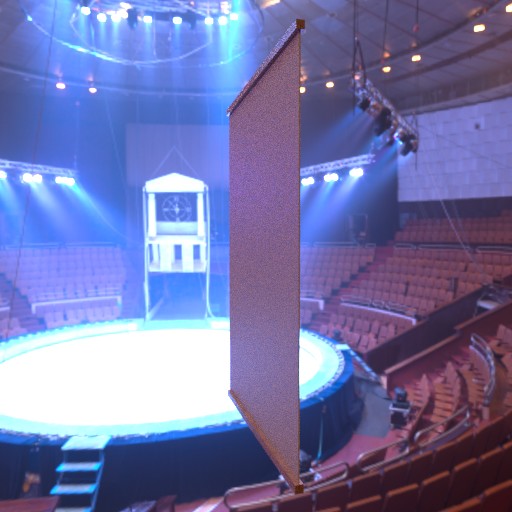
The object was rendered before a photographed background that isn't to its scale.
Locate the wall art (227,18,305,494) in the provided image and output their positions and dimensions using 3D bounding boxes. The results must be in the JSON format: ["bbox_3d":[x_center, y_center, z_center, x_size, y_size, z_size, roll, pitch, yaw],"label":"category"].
[{"bbox_3d":[0.000,0.000,1.893,0.030,1.519,0.990,0,1,-17],"label":"wall art"}]
